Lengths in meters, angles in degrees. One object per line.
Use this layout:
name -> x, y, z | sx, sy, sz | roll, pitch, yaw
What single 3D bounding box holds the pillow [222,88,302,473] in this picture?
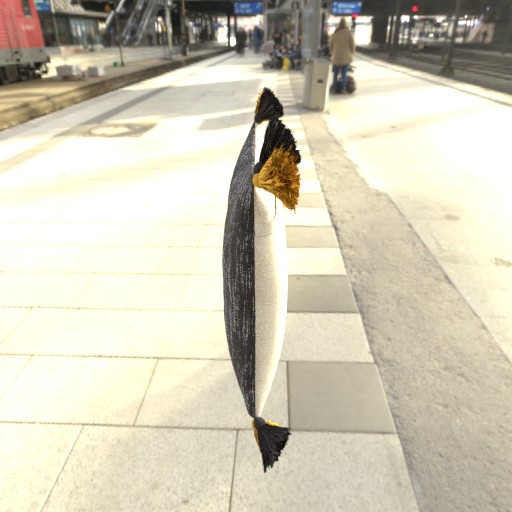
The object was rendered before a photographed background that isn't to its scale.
pillow -> 0.000, 0.000, 0.963 | 0.139, 0.659, 0.654 | 0, 27, 0
